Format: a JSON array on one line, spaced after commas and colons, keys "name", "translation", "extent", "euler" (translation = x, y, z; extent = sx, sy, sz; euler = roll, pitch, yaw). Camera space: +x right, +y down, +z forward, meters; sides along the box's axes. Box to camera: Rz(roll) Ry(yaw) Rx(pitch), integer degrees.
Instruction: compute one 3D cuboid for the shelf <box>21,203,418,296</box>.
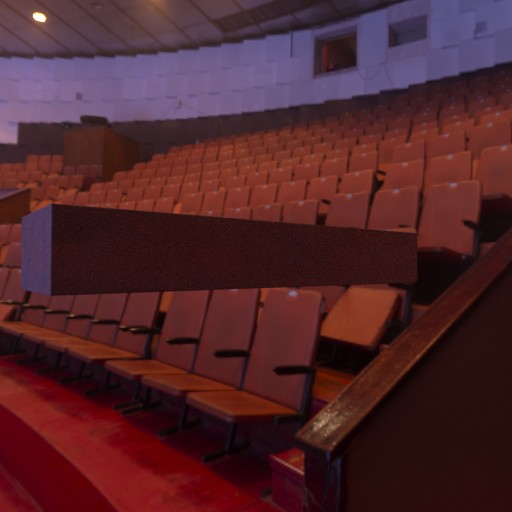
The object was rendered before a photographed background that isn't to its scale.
[{"name": "shelf", "translation": [0.000, 0.000, 0.666], "extent": [0.607, 0.088, 0.152], "euler": [1, -2, -37]}]
